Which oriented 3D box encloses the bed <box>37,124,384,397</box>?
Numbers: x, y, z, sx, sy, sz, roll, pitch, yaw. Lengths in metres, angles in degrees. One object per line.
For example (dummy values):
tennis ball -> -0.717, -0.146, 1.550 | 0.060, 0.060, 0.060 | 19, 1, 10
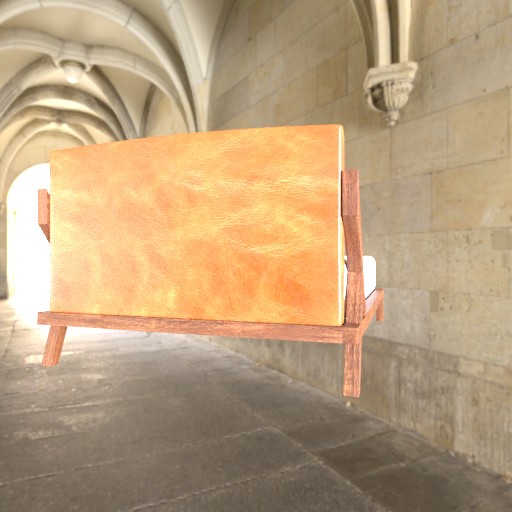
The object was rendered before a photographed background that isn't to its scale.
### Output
bed -> 0.000, 0.000, 3.161 | 1.651, 1.168, 2.311 | 0, 0, 19
